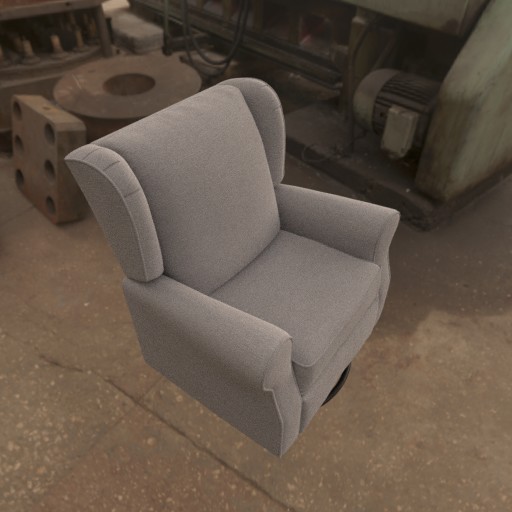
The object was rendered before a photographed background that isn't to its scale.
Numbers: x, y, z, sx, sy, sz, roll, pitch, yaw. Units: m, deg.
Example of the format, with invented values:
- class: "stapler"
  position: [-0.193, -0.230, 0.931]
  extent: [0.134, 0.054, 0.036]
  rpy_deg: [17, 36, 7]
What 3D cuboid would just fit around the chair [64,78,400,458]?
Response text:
- class: "chair"
  position: [0.000, 0.000, 1.643]
  extent: [0.854, 0.966, 0.906]
  rpy_deg: [26, 48, 27]
